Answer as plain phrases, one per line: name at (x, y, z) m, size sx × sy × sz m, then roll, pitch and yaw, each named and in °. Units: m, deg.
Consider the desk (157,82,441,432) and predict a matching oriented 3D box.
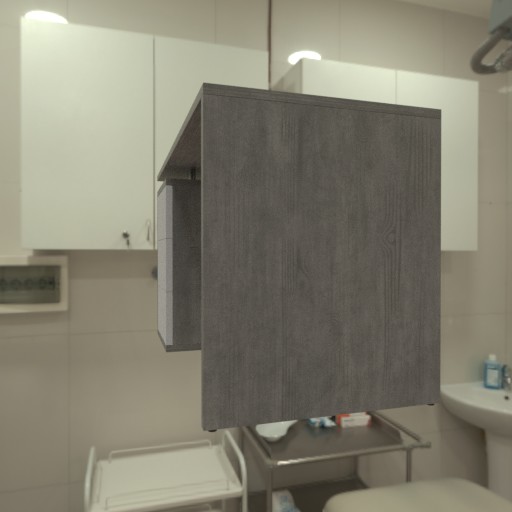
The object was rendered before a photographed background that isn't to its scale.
desk at (0.000, 0.000, 1.594) m, size 0.600 × 0.740 × 1.200 m, roll 0°, pitch 1°, yaw -17°
